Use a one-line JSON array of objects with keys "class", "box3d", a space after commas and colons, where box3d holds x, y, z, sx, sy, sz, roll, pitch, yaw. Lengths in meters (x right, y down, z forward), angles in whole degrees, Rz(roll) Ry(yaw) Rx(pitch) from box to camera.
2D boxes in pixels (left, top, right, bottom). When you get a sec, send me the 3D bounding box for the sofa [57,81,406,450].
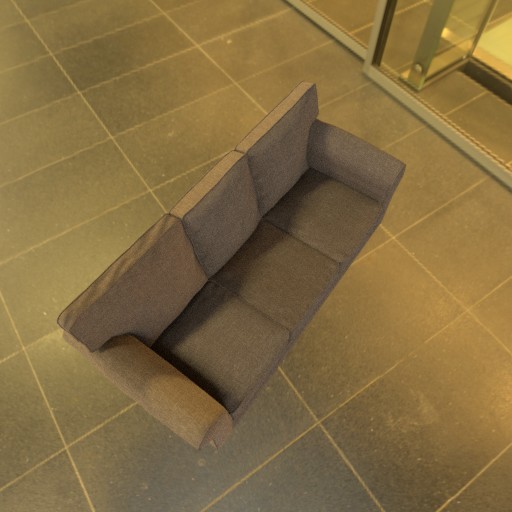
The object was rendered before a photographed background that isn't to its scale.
[{"class": "sofa", "box3d": [0.000, 0.000, 2.637, 0.916, 0.961, 2.084, 32, 64, 18]}]
